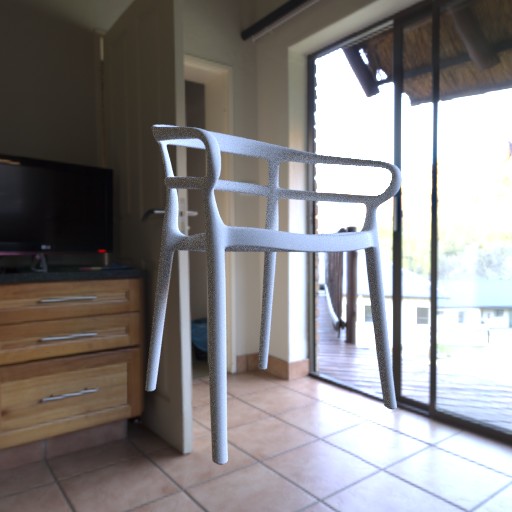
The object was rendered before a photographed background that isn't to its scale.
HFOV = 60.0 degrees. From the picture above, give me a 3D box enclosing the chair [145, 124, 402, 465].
[{"bbox_3d":[0.000,0.000,1.155,0.559,0.761,0.527,-1,1,-35],"label":"chair"}]
